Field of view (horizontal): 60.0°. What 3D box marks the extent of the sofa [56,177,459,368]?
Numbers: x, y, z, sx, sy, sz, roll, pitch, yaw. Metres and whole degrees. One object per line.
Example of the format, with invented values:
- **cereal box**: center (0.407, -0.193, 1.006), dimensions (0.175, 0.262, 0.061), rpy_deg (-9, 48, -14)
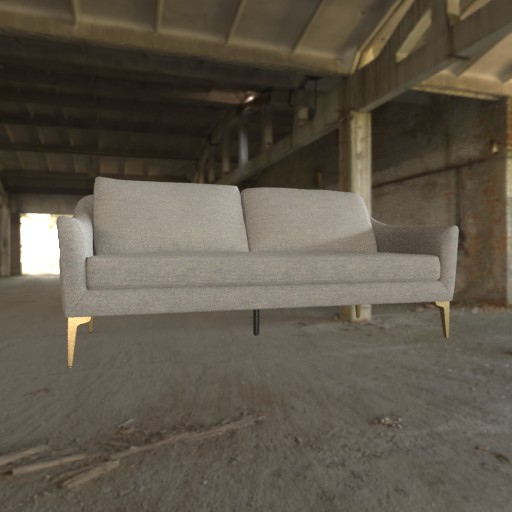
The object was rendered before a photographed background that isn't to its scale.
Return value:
- **sofa**: center (0.000, 0.000, 2.551), dimensions (2.036, 0.913, 0.980), rpy_deg (0, 1, -19)
